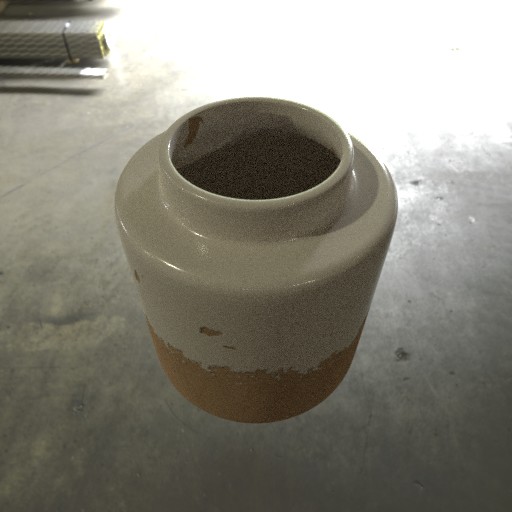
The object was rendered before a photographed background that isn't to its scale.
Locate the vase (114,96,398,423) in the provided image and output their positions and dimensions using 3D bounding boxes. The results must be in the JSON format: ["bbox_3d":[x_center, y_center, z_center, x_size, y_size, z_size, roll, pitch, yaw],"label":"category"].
[{"bbox_3d":[0.000,0.000,0.283,0.153,0.167,0.153,0,47,0],"label":"vase"}]
